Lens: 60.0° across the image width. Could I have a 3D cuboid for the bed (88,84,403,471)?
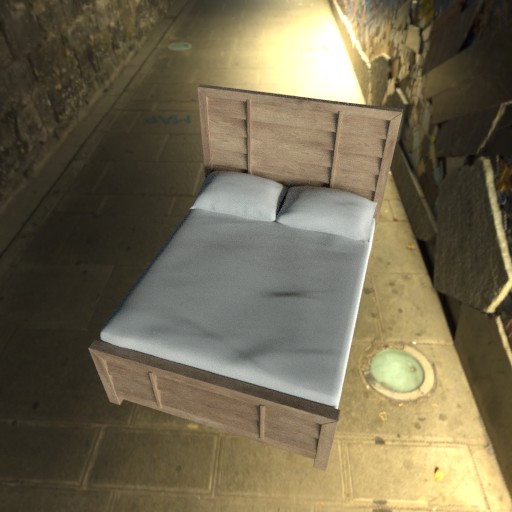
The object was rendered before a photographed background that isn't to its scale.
[{"bbox_3d":[0.000,0.000,3.255,1.615,1.631,2.017,12,43,14],"label":"bed"}]
